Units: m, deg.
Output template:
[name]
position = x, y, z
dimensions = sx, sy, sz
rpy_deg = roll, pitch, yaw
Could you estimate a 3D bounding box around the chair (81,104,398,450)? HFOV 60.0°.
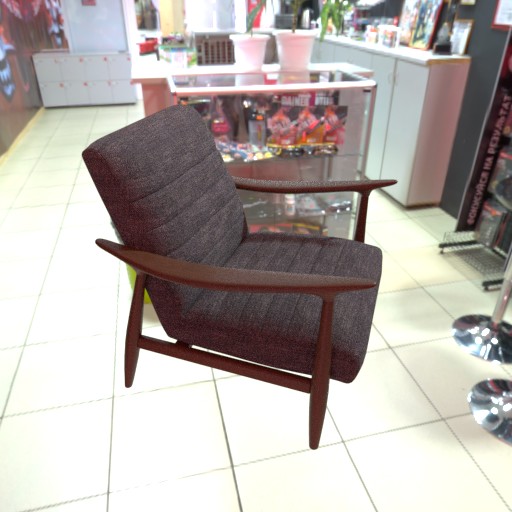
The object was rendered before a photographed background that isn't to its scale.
[chair]
position = 0.000, 0.000, 1.455
dimensions = 0.798, 0.832, 0.741
rpy_deg = 10, 32, 17
